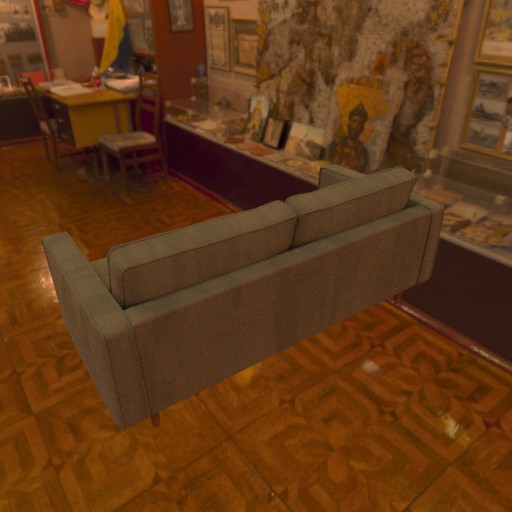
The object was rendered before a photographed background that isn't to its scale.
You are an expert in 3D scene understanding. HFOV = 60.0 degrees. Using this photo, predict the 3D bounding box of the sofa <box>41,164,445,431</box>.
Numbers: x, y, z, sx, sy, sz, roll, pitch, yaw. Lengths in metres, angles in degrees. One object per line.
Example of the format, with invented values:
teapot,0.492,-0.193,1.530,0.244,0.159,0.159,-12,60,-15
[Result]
sofa,0.000,0.000,2.363,1.920,0.825,0.924,-19,35,-30
